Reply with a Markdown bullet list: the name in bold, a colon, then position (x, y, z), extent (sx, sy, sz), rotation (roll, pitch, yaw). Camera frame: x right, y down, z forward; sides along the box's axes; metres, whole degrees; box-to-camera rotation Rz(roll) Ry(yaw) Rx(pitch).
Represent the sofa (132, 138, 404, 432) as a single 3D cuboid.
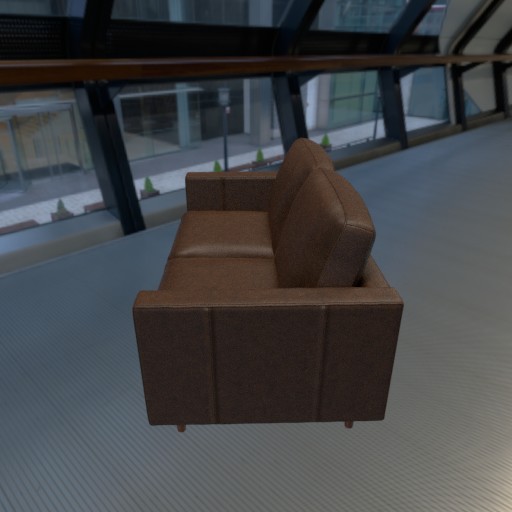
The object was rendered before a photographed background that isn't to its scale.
- **sofa**: position (0.000, 0.000, 2.204), extent (0.909, 0.951, 1.578), rotation (-1, 26, -1)
